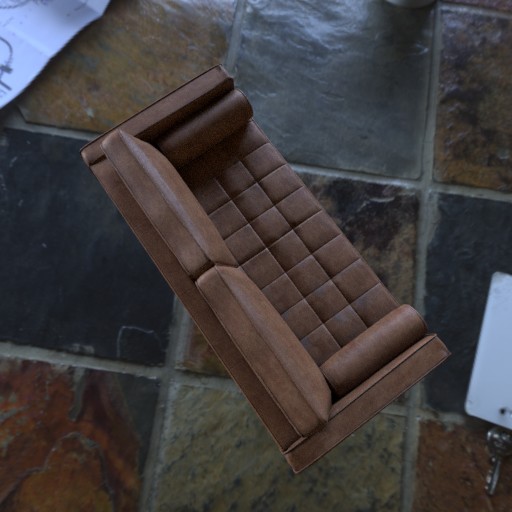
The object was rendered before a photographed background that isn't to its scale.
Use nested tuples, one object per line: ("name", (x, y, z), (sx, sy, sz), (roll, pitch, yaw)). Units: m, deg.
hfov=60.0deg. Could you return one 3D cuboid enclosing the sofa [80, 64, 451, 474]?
("sofa", (0.000, 0.000, 2.358), (0.924, 0.825, 1.920), (-35, 79, -8))
